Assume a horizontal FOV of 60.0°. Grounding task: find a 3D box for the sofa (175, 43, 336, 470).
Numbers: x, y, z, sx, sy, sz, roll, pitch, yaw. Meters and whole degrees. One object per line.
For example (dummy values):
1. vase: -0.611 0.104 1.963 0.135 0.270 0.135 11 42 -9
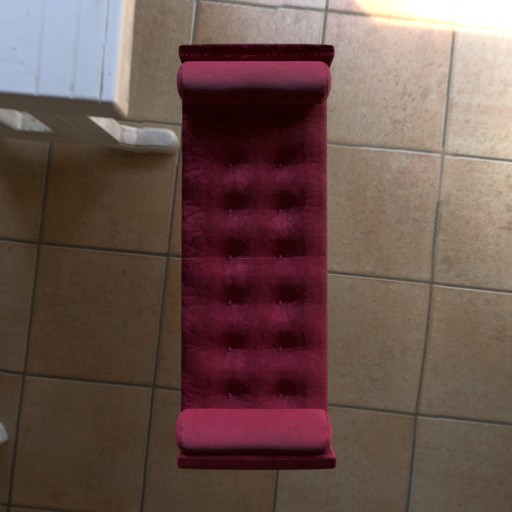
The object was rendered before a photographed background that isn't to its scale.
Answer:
1. sofa: 0.000 0.000 2.455 0.796 0.705 2.102 0 89 0
